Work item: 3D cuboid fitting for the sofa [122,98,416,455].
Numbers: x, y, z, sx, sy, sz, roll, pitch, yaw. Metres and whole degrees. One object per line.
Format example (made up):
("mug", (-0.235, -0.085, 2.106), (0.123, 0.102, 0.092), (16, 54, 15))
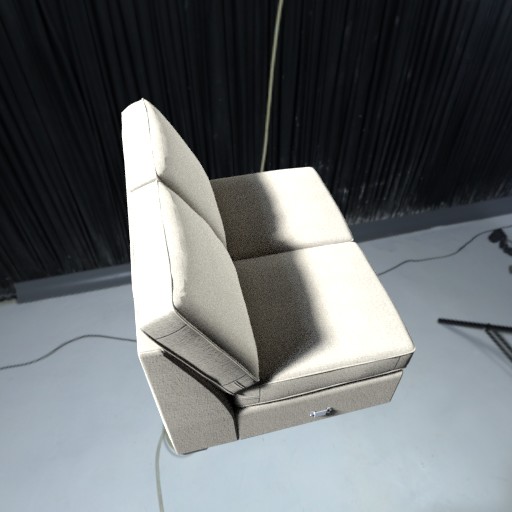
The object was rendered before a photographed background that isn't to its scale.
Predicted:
("sofa", (0.000, 0.000, 1.965), (0.978, 1.006, 1.232), (-10, 47, -9))
